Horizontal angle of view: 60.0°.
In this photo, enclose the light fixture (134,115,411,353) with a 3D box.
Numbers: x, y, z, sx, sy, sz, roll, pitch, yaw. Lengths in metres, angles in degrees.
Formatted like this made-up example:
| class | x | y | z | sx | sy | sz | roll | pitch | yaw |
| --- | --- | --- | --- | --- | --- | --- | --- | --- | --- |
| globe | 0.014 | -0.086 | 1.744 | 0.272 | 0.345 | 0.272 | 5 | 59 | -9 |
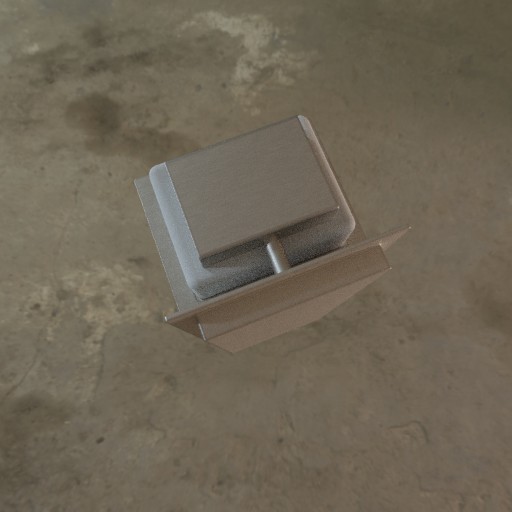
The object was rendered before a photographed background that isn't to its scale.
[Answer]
| class | x | y | z | sx | sy | sz | roll | pitch | yaw |
| --- | --- | --- | --- | --- | --- | --- | --- | --- | --- |
| light fixture | 0.000 | 0.000 | 0.476 | 0.168 | 0.380 | 0.160 | -21 | 77 | -5 |
